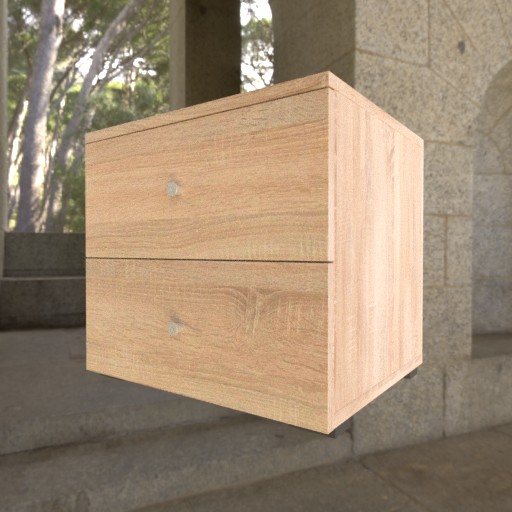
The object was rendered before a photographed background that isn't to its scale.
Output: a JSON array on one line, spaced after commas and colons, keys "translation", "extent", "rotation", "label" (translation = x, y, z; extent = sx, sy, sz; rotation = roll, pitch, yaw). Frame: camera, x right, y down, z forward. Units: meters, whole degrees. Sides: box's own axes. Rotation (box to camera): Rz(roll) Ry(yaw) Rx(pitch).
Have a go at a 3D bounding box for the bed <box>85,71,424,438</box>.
[{"translation": [0.000, 0.000, 0.776], "extent": [0.460, 0.420, 0.401], "rotation": [1, 1, 36], "label": "bed"}]
